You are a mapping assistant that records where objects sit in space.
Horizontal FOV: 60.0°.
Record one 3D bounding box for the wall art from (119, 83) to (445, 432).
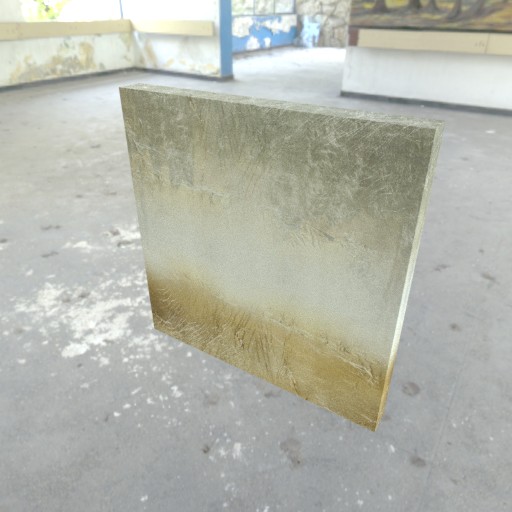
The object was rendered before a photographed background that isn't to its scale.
[{"bbox_3d":[0.000,0.000,0.606,0.405,0.407,0.038,18,35,28],"label":"wall art"}]
